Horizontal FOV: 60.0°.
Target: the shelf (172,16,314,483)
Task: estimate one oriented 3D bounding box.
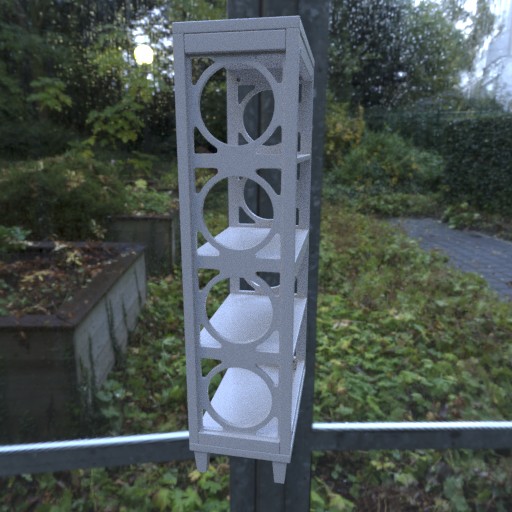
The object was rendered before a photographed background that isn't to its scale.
[{"bbox_3d":[0.000,0.000,1.606,0.340,1.411,0.611,3,14,10],"label":"shelf"}]
